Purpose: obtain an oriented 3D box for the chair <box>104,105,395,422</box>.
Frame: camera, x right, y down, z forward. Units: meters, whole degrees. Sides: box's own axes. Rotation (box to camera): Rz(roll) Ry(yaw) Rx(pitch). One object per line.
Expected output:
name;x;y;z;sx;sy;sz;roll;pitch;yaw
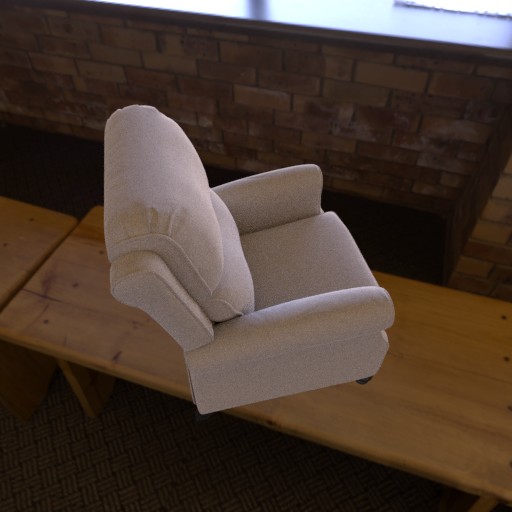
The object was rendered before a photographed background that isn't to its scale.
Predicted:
chair;0.000;0.000;1.698;0.919;1.046;0.859;-10;48;-9
